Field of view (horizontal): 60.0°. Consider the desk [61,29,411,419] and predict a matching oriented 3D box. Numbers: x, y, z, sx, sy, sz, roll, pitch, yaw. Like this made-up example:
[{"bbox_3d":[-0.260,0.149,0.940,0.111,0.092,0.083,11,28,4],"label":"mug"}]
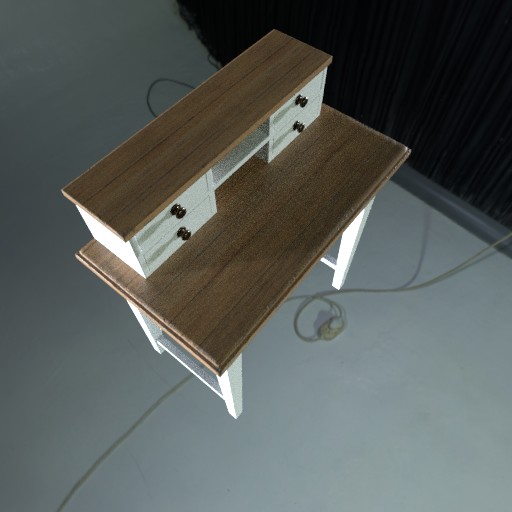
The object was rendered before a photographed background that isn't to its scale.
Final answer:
[{"bbox_3d":[0.000,0.000,1.401,0.462,0.981,0.814,35,65,19],"label":"desk"}]
